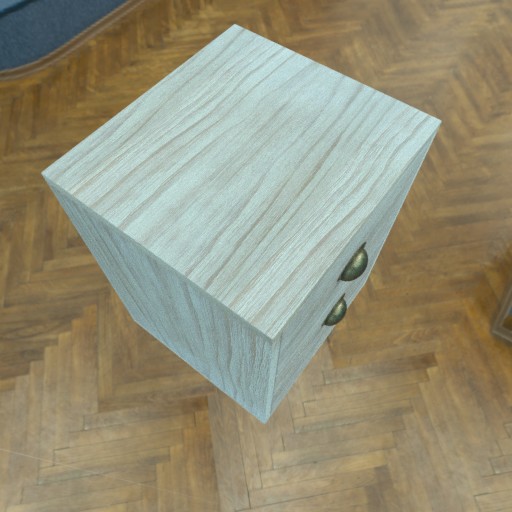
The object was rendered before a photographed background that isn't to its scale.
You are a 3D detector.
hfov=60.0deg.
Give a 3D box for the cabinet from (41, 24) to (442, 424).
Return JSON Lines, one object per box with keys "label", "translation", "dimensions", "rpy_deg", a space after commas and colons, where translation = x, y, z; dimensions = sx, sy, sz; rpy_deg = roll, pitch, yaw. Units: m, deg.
{"label": "cabinet", "translation": [0.000, 0.000, 0.854], "dimensions": [0.401, 0.579, 0.409], "rpy_deg": [33, 65, 18]}
